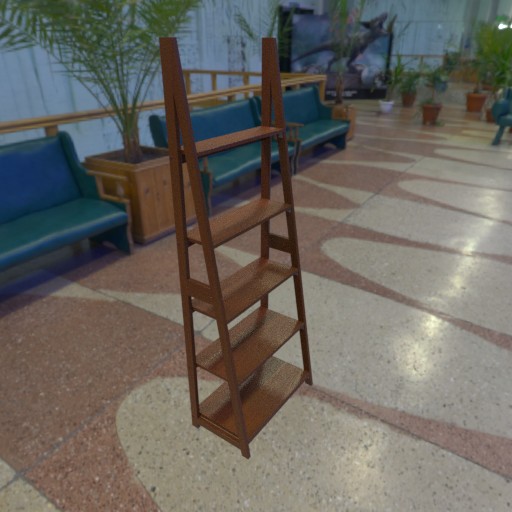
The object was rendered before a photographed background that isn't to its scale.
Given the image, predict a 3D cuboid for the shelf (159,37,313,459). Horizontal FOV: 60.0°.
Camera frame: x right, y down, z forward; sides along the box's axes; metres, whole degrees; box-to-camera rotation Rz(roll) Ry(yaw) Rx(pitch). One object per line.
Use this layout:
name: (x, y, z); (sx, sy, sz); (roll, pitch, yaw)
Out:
shelf: (0.000, 0.000, 2.011); (0.356, 1.780, 0.630); (17, 31, 31)
